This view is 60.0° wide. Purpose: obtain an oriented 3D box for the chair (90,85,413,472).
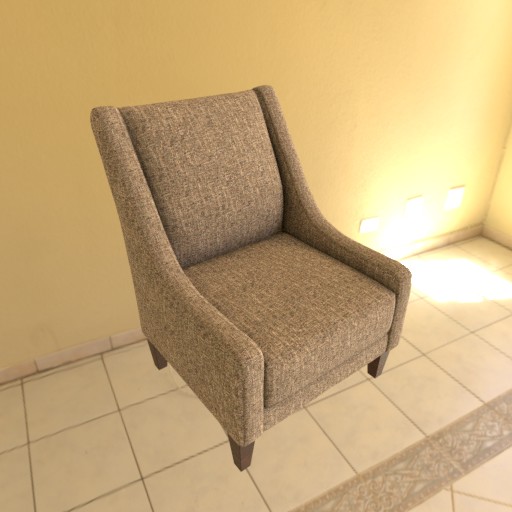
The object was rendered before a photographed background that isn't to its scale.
[{"bbox_3d":[0.000,0.000,1.613,0.774,1.014,0.870,-21,36,-32],"label":"chair"}]
